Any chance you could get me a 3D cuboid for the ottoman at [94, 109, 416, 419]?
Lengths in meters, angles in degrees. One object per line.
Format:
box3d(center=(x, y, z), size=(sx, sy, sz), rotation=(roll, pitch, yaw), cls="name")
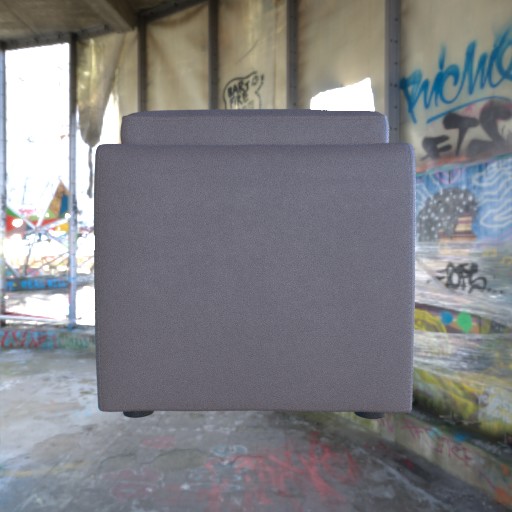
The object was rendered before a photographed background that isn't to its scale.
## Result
box3d(center=(0.000, 0.000, 0.820), size=(0.451, 0.460, 0.450), rotation=(0, 1, 1), cls="ottoman")
